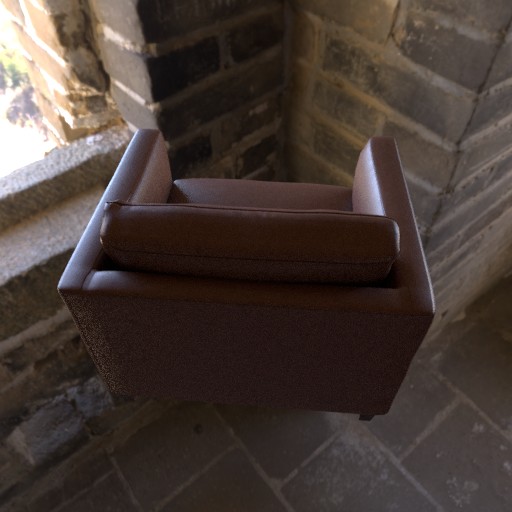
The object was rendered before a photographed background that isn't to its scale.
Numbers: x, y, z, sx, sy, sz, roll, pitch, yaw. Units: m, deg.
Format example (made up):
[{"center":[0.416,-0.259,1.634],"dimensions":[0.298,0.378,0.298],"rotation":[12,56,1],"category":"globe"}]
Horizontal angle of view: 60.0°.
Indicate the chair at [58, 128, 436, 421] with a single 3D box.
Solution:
[{"center":[0.000,0.000,1.770],"dimensions":[1.107,0.917,0.959],"rotation":[4,47,3],"category":"chair"}]
